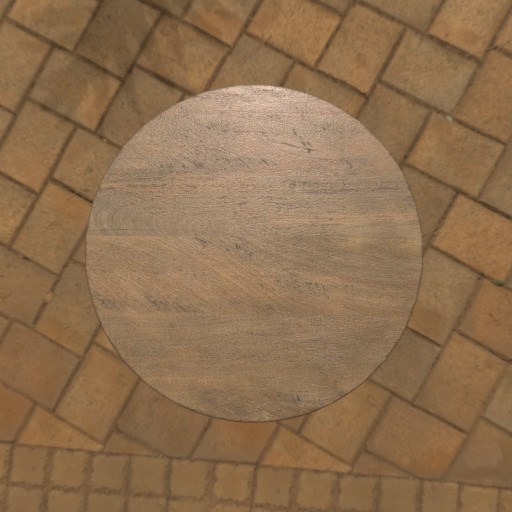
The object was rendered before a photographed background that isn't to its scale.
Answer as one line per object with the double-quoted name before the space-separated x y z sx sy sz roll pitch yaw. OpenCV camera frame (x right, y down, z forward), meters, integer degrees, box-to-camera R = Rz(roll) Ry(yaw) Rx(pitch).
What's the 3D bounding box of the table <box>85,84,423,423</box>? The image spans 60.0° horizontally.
"table" 0.000 0.000 0.754 0.405 0.454 0.405 0 89 1
